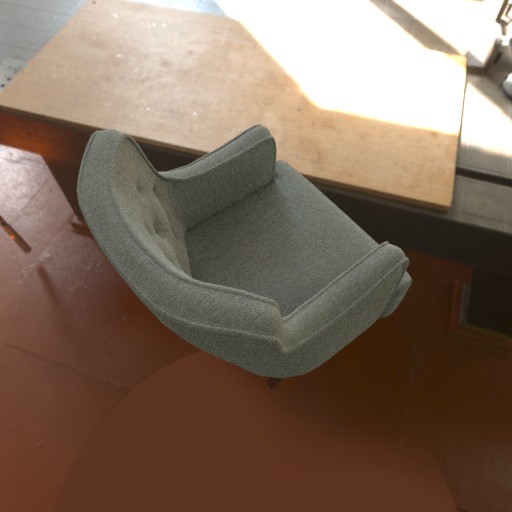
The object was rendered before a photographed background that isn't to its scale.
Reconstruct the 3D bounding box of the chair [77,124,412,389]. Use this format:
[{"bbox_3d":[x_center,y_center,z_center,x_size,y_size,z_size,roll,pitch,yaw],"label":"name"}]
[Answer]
[{"bbox_3d":[0.000,0.000,1.558,0.910,0.920,0.820,-33,63,-19],"label":"chair"}]
